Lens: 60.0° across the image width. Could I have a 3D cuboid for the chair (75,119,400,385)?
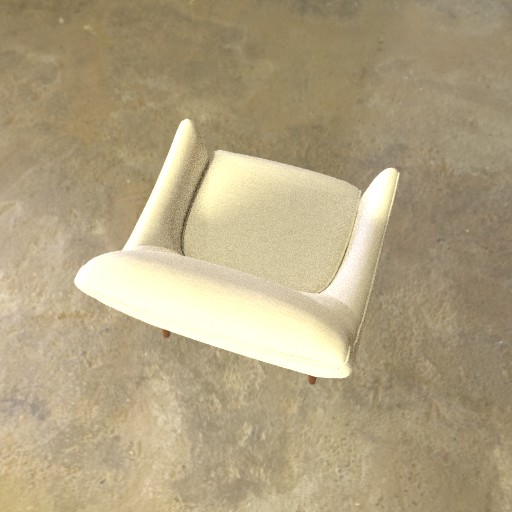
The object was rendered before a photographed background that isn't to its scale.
[{"bbox_3d":[0.000,0.000,1.438,0.762,0.838,0.787,16,64,8],"label":"chair"}]
